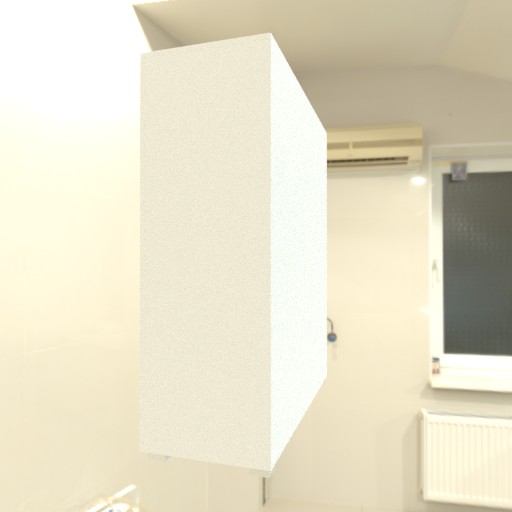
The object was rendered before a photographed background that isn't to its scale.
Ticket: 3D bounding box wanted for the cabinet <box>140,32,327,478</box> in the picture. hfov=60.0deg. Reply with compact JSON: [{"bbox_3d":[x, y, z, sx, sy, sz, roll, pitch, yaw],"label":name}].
[{"bbox_3d":[0.000,0.000,1.719,0.400,1.190,1.000,0,0,18],"label":"cabinet"}]
